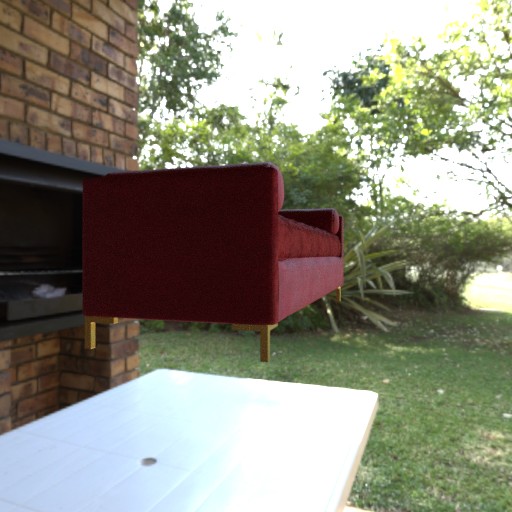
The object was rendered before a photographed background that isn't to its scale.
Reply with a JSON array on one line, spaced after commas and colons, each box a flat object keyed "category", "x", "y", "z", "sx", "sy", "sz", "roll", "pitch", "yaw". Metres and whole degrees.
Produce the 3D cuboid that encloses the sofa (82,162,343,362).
[{"category": "sofa", "x": 0.000, "y": 0.000, "z": 2.577, "sx": 0.796, "sy": 0.705, "sz": 2.102, "roll": 0, "pitch": 0, "yaw": 17}]
